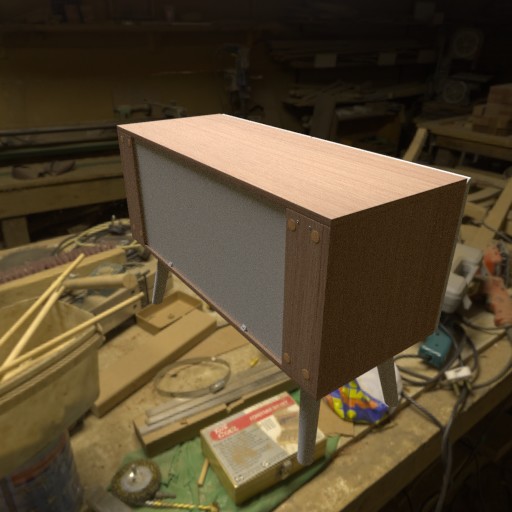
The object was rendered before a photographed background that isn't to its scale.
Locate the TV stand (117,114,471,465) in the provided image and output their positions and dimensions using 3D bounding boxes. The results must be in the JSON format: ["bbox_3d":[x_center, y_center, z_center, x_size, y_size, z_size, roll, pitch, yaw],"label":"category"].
[{"bbox_3d":[0.000,0.000,1.333,0.407,0.660,0.991,-18,32,-31],"label":"TV stand"}]
